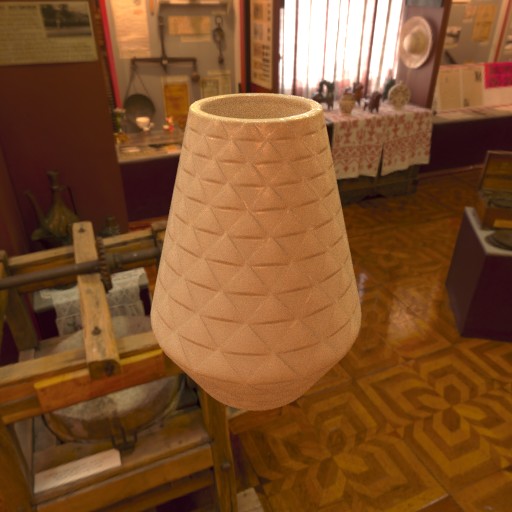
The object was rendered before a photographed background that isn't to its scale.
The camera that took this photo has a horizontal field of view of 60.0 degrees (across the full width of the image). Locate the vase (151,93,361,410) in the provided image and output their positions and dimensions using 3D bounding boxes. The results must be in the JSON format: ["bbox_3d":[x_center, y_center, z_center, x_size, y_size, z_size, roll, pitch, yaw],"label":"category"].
[{"bbox_3d":[0.000,0.000,0.351,0.175,0.230,0.175,0,30,0],"label":"vase"}]
